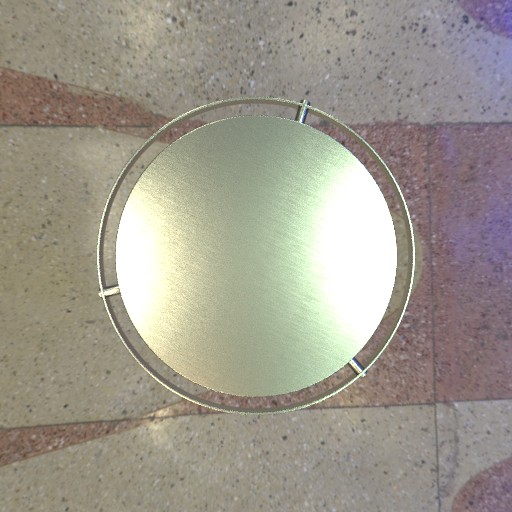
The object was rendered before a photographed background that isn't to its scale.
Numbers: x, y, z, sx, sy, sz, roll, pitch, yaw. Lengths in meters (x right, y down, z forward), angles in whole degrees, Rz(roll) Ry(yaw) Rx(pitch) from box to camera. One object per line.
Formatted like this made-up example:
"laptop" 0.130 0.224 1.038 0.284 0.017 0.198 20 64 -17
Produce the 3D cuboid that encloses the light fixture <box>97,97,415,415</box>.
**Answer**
"light fixture" 0.000 0.000 0.562 0.361 0.130 0.361 0 90 -1
